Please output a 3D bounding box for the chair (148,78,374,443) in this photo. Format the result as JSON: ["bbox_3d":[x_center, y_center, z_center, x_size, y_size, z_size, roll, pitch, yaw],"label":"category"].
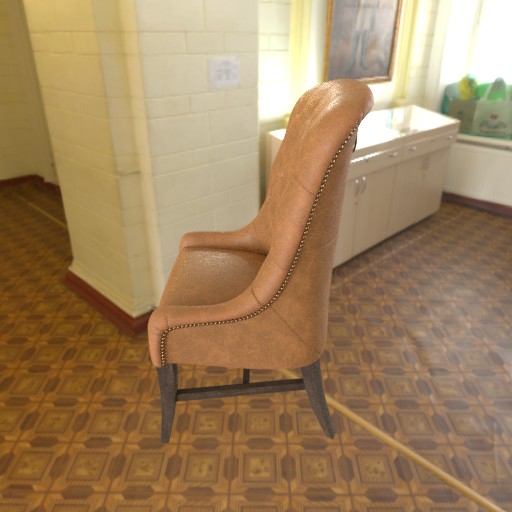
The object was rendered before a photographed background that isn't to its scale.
[{"bbox_3d":[0.000,0.000,1.473,0.629,1.091,0.634,0,26,0],"label":"chair"}]
